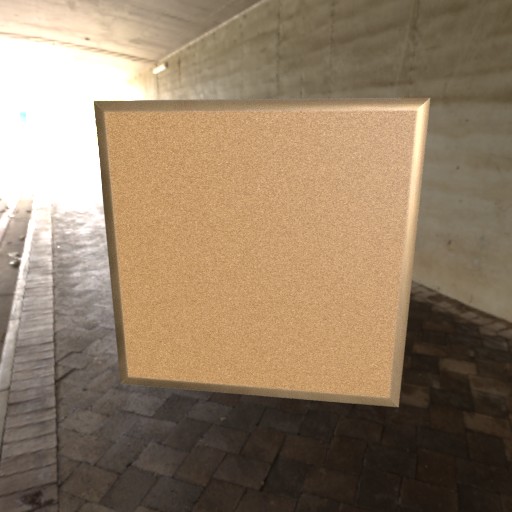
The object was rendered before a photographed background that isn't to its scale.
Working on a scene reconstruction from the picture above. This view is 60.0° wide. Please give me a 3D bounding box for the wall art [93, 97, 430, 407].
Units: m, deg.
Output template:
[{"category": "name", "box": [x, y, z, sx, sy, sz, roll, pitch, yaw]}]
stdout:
[{"category": "wall art", "box": [0.000, 0.000, 0.457, 0.305, 0.303, 0.038, 2, 16, 8]}]
